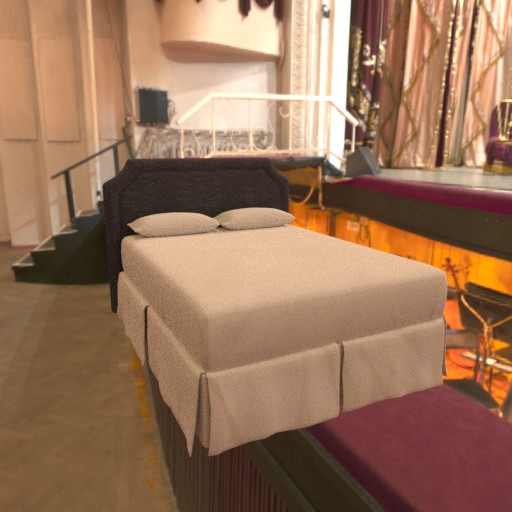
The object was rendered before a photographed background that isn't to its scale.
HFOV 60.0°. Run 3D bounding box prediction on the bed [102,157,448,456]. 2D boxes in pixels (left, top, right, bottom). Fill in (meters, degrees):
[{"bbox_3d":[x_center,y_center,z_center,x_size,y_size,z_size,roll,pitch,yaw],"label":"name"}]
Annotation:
[{"bbox_3d":[0.000,0.000,3.071,1.693,1.290,2.116,-7,15,-26],"label":"bed"}]
